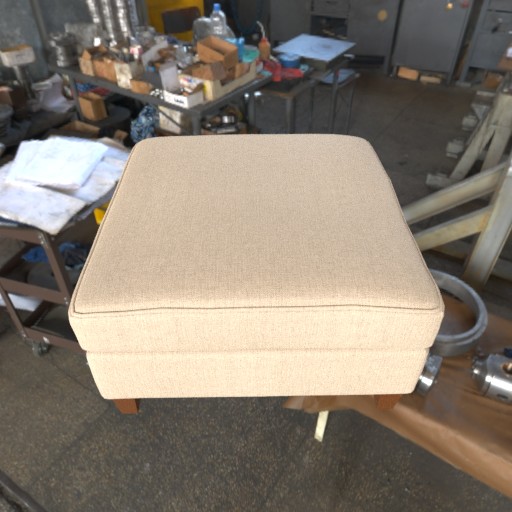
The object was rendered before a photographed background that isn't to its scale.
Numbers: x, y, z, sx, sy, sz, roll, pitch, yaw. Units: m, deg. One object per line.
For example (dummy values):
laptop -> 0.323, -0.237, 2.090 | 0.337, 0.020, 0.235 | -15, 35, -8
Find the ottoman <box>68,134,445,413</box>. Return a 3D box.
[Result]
ottoman -> 0.000, 0.000, 1.372 | 0.838, 0.503, 0.838 | -1, 41, -1
